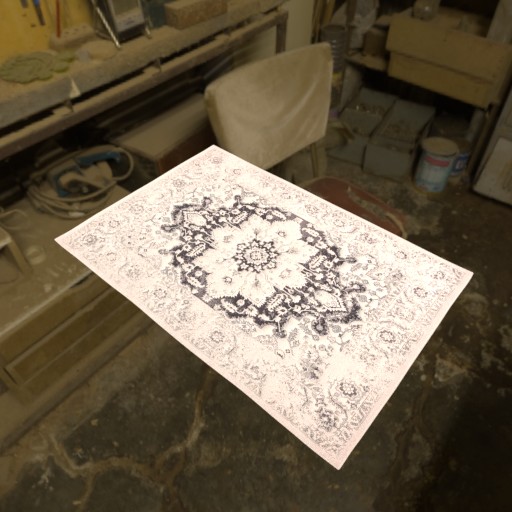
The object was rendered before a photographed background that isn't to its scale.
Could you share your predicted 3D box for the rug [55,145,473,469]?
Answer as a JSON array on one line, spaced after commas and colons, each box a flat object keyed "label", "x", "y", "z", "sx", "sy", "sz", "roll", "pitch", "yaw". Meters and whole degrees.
[{"label": "rug", "x": 0.000, "y": 0.000, "z": 2.292, "sx": 1.813, "sy": 0.008, "sz": 1.223, "roll": 32, "pitch": 54, "yaw": 27}]
